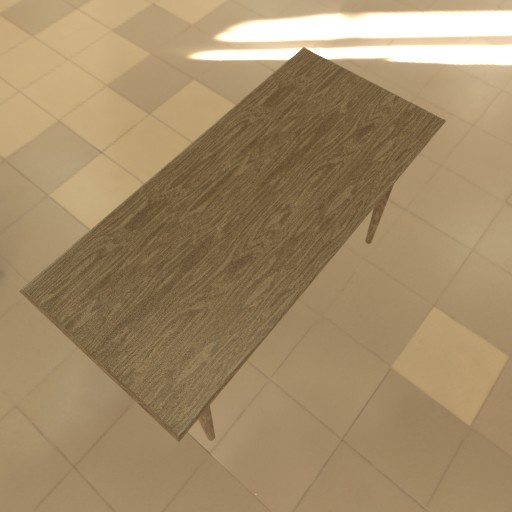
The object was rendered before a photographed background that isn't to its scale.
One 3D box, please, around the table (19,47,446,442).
[{"bbox_3d":[0.000,0.000,1.688,0.599,0.780,1.300,36,67,17],"label":"table"}]
